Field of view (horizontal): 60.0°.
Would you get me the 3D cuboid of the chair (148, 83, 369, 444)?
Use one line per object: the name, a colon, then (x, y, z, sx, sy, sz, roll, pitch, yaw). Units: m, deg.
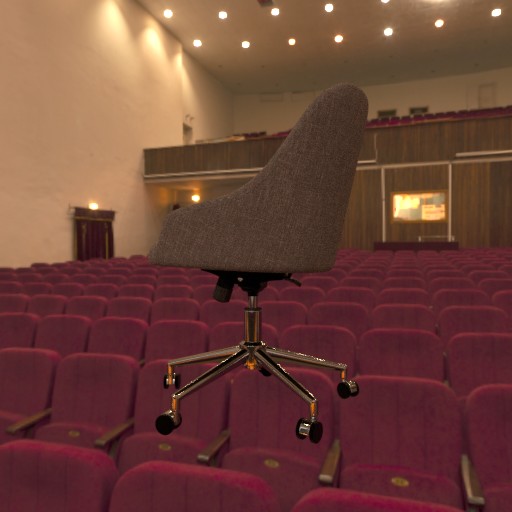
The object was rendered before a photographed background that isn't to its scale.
chair: (0.000, 0.000, 1.446, 0.712, 0.950, 0.671, 0, 1, 19)
